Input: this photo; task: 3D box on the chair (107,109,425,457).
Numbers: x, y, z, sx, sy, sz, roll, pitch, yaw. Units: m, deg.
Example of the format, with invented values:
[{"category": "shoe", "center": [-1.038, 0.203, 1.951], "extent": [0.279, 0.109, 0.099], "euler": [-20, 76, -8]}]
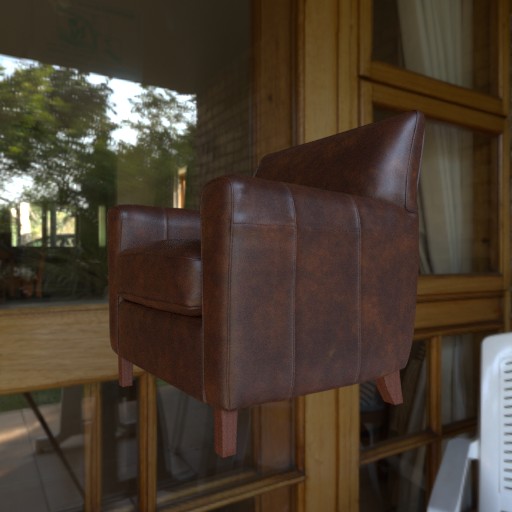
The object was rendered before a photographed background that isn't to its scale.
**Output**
[{"category": "chair", "center": [0.000, 0.000, 1.533], "extent": [0.823, 0.943, 0.870], "euler": [0, 0, -36]}]
